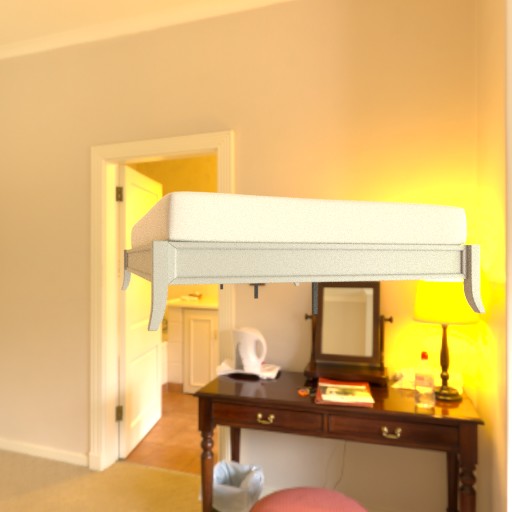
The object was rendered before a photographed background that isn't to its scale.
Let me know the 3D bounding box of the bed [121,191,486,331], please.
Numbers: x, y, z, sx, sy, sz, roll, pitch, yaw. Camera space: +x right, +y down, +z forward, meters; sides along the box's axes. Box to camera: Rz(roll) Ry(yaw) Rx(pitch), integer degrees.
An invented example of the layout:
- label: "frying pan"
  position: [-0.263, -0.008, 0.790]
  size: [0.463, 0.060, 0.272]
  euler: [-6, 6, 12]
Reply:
- label: "bed"
  position: [0.000, 0.000, 2.658]
  size: [1.460, 0.510, 1.985]
  euler: [0, 0, -19]
